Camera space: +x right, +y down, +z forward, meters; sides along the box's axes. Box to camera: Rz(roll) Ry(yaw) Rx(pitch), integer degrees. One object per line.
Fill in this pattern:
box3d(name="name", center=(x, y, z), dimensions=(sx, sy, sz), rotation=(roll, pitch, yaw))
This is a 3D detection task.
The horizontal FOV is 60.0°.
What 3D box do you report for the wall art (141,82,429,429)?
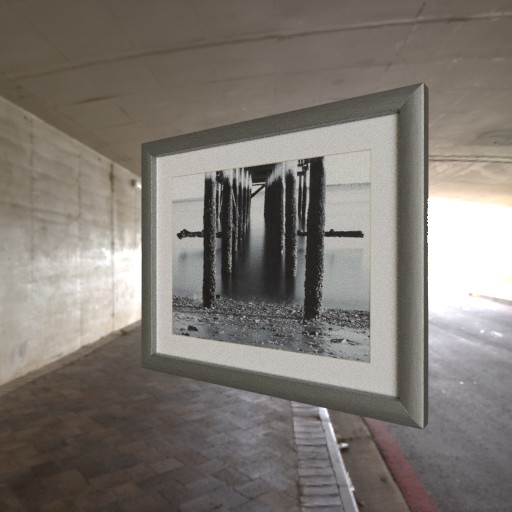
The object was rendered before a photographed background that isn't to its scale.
box3d(name="wall art", center=(0.000, 0.000, 0.752), dimensions=(0.556, 0.457, 0.028), rotation=(0, 0, 35))
